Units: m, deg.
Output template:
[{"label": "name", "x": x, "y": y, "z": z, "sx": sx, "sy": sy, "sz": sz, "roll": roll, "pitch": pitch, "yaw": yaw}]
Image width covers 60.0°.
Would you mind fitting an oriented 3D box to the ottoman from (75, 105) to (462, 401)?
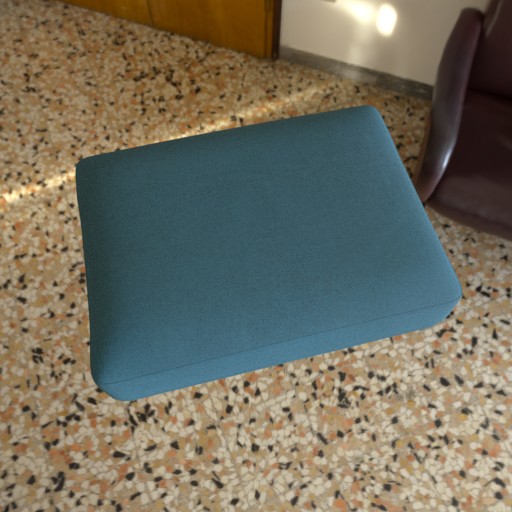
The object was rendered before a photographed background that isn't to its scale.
[{"label": "ottoman", "x": 0.000, "y": 0.000, "z": 1.082, "sx": 0.749, "sy": 0.428, "sz": 0.549, "roll": -12, "pitch": 64, "yaw": -6}]
